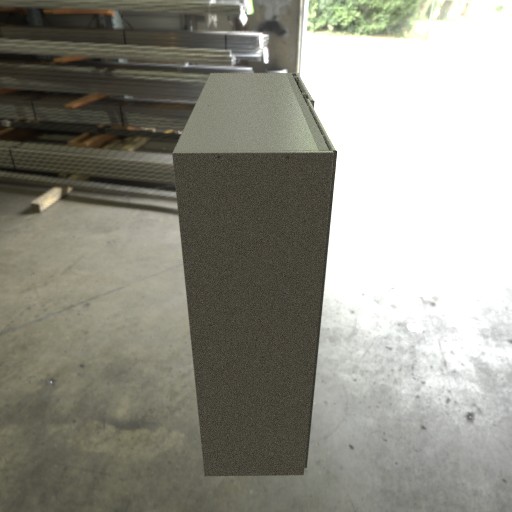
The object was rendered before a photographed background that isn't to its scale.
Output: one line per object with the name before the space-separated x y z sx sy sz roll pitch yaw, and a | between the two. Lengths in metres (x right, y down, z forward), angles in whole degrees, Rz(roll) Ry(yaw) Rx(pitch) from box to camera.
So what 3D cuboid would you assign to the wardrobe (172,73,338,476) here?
wardrobe | 0.000 0.000 2.875 0.629 1.960 1.780 0 31 -1
